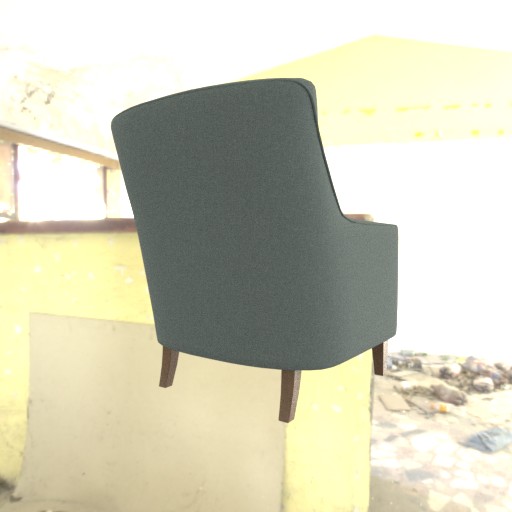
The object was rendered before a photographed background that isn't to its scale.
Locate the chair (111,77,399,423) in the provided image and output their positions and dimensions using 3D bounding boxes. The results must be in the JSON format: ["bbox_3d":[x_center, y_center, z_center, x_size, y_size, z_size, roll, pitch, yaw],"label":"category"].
[{"bbox_3d":[0.000,0.000,1.555,0.756,0.916,0.879,1,2,36],"label":"chair"}]
